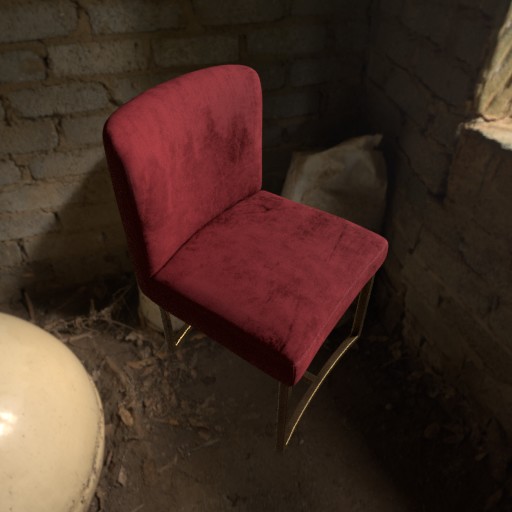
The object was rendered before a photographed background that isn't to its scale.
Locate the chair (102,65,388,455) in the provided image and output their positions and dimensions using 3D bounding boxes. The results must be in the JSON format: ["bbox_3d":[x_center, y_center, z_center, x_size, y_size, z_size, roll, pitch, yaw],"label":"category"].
[{"bbox_3d":[0.000,0.000,1.191,0.560,0.824,0.530,25,47,25],"label":"chair"}]
